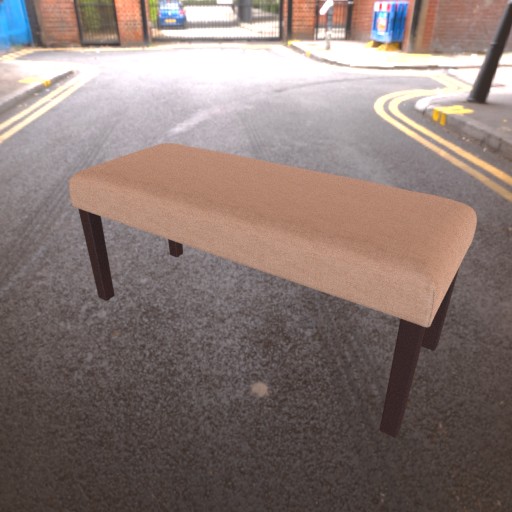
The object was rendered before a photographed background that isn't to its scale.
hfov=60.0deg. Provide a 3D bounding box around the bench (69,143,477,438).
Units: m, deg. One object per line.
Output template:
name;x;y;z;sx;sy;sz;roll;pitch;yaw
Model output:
bench;0.000;0.000;1.240;1.013;0.456;0.407;18;34;28
